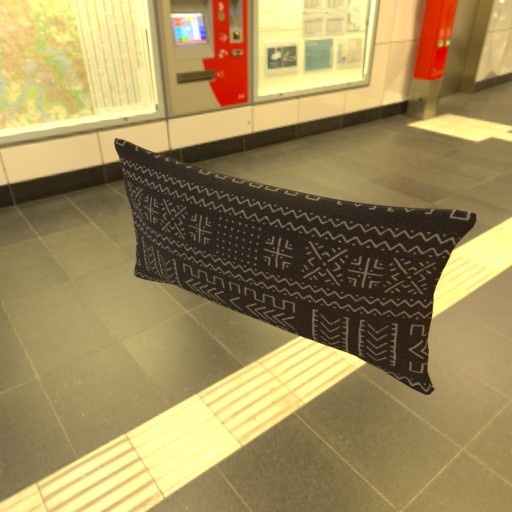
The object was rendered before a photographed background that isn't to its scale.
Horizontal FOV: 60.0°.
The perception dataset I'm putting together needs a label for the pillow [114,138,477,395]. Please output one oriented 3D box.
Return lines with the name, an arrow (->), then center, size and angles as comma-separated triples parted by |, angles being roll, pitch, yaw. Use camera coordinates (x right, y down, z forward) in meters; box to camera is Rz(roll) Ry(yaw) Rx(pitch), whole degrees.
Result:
pillow -> 0.000, 0.000, 0.784 | 0.667, 0.322, 0.135 | 18, 35, 27
